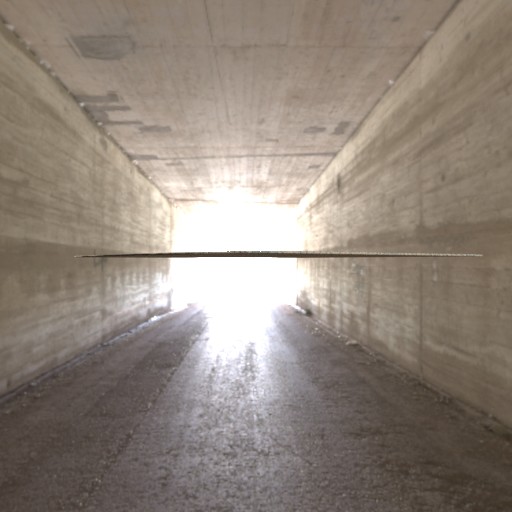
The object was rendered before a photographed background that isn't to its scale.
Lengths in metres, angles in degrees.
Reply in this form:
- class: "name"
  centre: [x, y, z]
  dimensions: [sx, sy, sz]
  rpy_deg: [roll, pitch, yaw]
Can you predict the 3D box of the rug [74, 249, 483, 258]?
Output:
- class: "rug"
  centre: [0.000, 0.000, 4.173]
  dimensions: [2.457, 0.015, 3.049]
  rpy_deg: [1, -1, -38]
